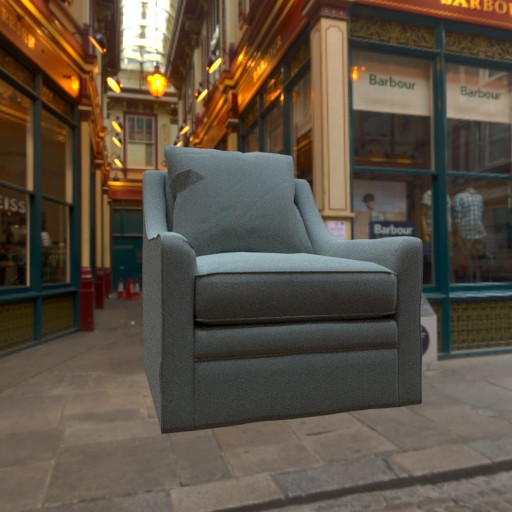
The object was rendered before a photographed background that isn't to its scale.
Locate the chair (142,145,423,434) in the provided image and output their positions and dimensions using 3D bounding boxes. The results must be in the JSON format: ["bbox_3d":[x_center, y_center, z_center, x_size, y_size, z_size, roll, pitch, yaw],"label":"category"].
[{"bbox_3d":[0.000,0.000,1.590,0.760,0.926,0.870,0,-1,-18],"label":"chair"}]
